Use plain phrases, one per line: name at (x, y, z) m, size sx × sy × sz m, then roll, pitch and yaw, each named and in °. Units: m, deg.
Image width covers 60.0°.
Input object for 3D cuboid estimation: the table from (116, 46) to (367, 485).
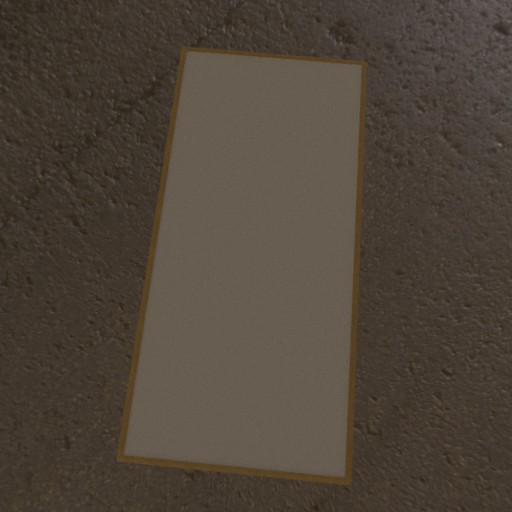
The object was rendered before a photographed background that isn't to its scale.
table at (0.000, 0.000, 1.428) m, size 0.580 × 0.398 × 1.206 m, roll 5°, pitch 76°, yaw 1°
